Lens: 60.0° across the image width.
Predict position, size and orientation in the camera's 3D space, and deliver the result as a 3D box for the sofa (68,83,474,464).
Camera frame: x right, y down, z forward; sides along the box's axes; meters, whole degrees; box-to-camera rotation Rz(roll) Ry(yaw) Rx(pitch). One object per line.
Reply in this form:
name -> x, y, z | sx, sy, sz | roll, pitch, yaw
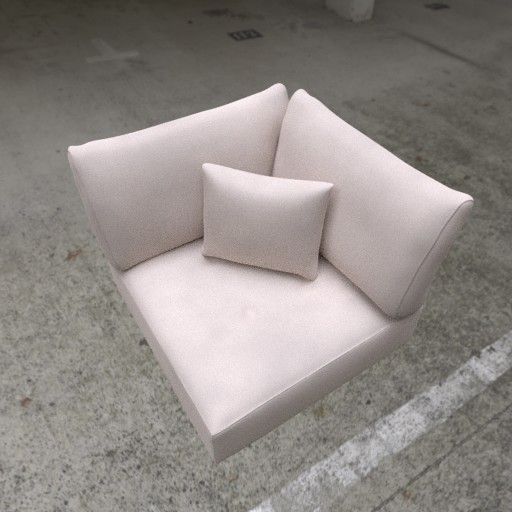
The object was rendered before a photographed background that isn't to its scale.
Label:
sofa -> 0.000, 0.000, 1.738 | 1.000, 0.820, 1.000 | -25, 51, -22
